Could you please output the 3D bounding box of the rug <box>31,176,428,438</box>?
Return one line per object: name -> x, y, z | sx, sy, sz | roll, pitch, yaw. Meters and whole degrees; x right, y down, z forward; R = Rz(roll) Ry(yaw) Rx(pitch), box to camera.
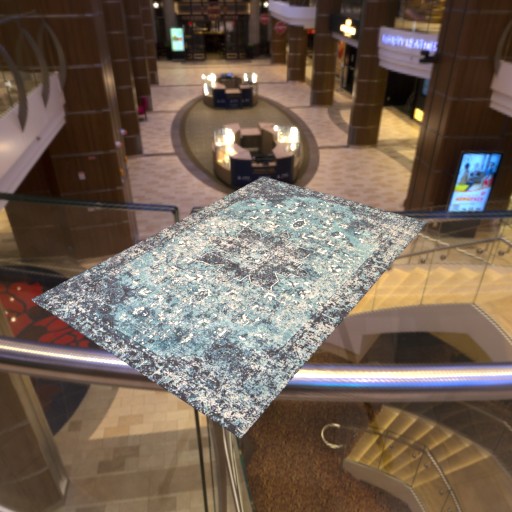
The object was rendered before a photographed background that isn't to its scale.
rug -> 0.000, 0.000, 2.347 | 1.219, 0.005, 1.828 | 21, 38, 30
